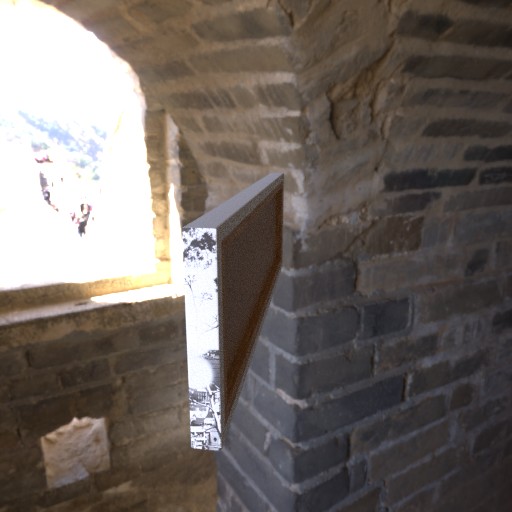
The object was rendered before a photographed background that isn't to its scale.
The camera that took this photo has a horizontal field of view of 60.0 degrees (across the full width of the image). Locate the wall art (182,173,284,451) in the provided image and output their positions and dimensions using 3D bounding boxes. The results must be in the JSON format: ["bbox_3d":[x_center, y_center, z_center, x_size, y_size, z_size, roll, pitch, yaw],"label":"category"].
[{"bbox_3d":[0.000,0.000,0.838,0.036,0.256,0.766,2,15,8],"label":"wall art"}]
